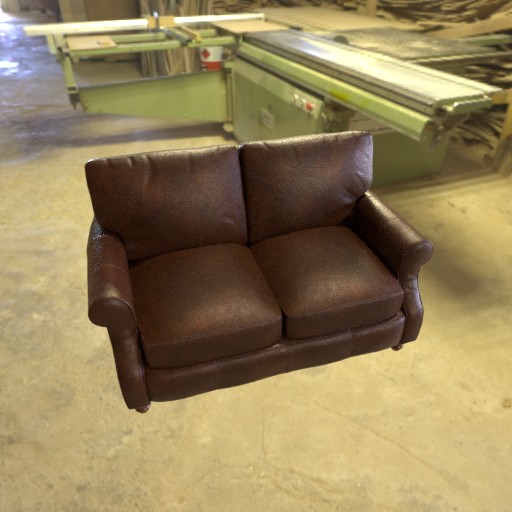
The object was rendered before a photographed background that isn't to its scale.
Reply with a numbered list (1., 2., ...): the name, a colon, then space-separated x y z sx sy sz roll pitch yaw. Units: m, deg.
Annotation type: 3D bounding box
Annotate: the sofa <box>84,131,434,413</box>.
1. sofa: 0.000 0.000 2.264 1.616 0.976 0.990 -10 35 -14
